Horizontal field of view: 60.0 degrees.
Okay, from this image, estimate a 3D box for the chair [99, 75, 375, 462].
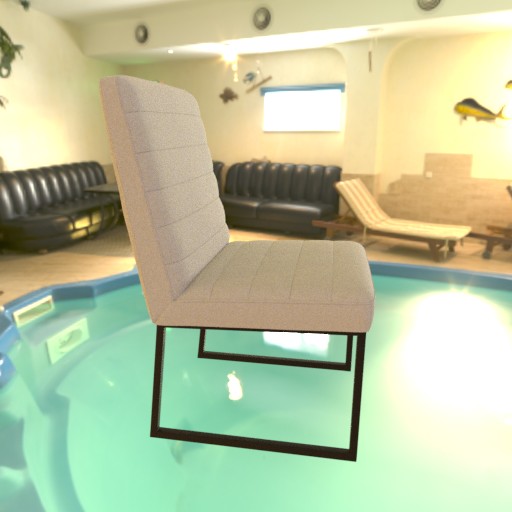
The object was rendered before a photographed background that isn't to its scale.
[{"bbox_3d":[0.000,0.000,1.265,0.634,0.930,0.520,3,16,9],"label":"chair"}]
